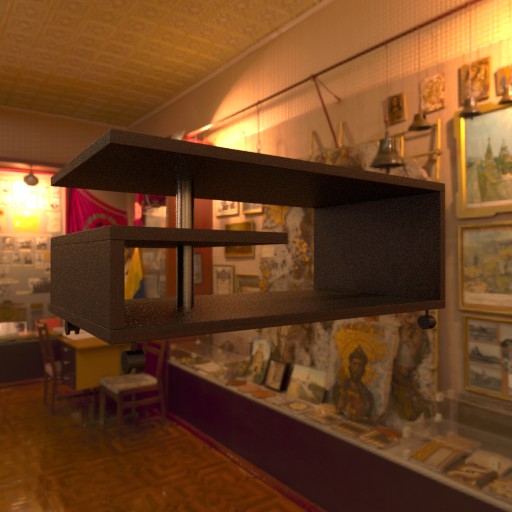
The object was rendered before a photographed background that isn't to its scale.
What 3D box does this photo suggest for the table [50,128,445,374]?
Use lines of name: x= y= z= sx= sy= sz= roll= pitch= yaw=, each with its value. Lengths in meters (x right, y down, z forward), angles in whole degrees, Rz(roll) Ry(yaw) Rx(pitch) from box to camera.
table: x=0.000 y=0.000 z=1.347 sx=1.050 sy=0.460 sz=0.590 roll=0 pitch=0 yaw=-35
